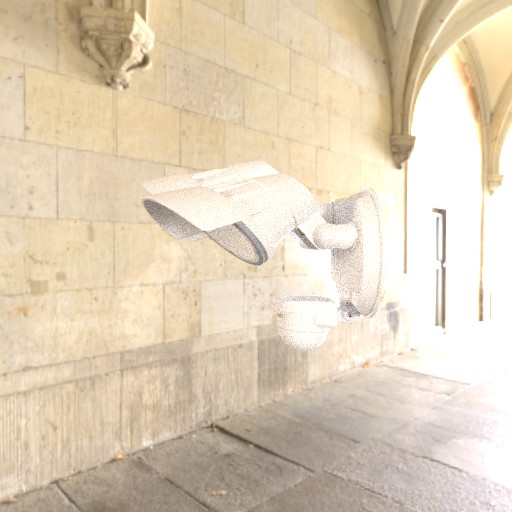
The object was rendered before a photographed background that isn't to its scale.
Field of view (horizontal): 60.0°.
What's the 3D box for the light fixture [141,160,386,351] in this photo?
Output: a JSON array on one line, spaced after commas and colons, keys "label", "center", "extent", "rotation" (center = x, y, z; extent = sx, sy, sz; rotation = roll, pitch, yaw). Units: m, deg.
[{"label": "light fixture", "center": [0.000, 0.000, 0.552], "extent": [0.278, 0.237, 0.369], "rotation": [0, 1, 1]}]
